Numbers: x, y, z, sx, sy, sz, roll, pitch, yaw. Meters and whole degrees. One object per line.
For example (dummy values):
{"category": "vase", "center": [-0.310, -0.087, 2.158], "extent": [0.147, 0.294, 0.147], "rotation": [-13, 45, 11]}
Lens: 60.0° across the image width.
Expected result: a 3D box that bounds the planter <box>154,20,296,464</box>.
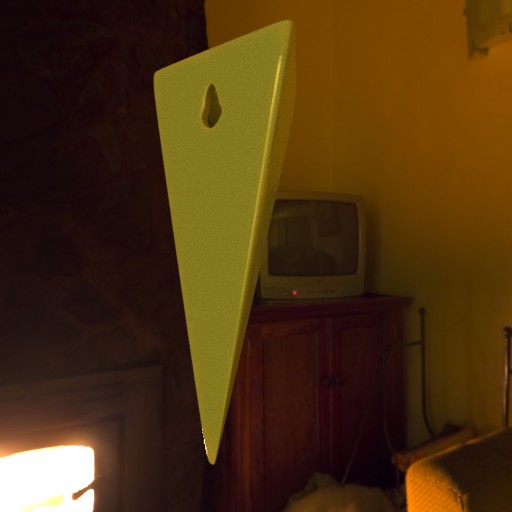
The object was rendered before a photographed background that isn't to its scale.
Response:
{"category": "planter", "center": [0.000, 0.000, 0.214], "extent": [0.080, 0.178, 0.064], "rotation": [0, 0, 38]}
